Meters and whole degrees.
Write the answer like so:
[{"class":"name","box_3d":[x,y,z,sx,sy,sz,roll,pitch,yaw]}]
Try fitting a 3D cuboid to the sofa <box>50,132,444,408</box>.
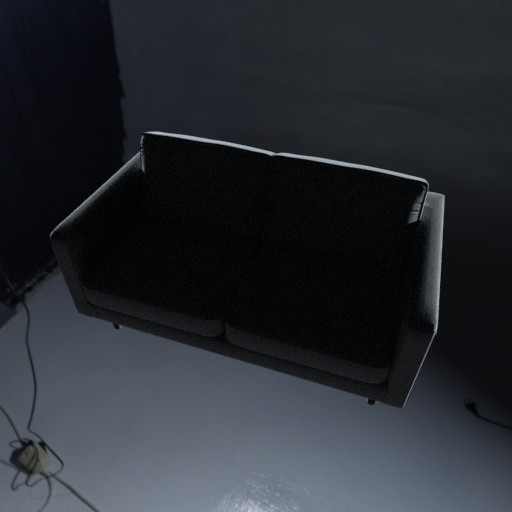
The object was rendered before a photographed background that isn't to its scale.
[{"class":"sofa","box_3d":[0.000,0.000,2.334,1.731,0.900,1.000,13,43,14]}]
